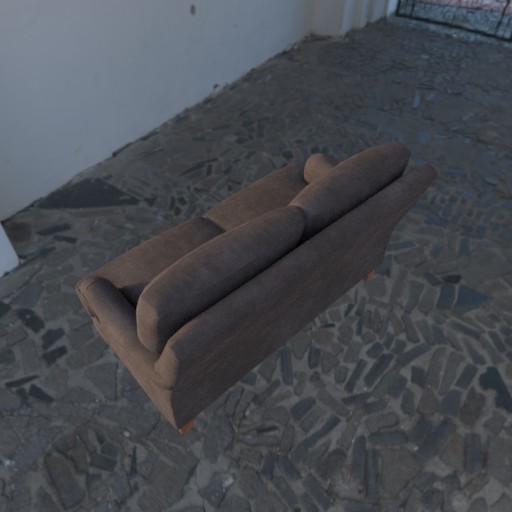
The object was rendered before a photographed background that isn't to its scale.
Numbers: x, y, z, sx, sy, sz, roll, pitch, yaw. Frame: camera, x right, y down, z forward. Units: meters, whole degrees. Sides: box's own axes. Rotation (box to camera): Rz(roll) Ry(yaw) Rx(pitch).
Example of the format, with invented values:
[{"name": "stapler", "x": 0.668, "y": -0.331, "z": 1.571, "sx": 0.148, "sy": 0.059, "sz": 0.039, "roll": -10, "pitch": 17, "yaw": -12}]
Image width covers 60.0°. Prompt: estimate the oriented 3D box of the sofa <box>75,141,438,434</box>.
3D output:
[{"name": "sofa", "x": 0.000, "y": 0.000, "z": 2.606, "sx": 1.853, "sy": 1.101, "sz": 1.084, "roll": -33, "pitch": 53, "yaw": -29}]
